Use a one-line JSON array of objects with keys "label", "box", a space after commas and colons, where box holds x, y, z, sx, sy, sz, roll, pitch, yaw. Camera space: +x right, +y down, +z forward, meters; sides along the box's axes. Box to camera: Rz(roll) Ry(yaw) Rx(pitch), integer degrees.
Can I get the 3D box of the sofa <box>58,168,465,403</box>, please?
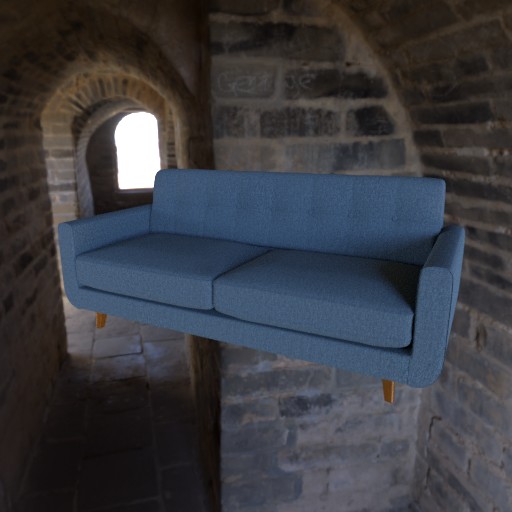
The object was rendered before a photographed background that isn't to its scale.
[{"label": "sofa", "box": [0.000, 0.000, 2.463, 2.055, 0.884, 0.942, 7, 16, 26]}]
